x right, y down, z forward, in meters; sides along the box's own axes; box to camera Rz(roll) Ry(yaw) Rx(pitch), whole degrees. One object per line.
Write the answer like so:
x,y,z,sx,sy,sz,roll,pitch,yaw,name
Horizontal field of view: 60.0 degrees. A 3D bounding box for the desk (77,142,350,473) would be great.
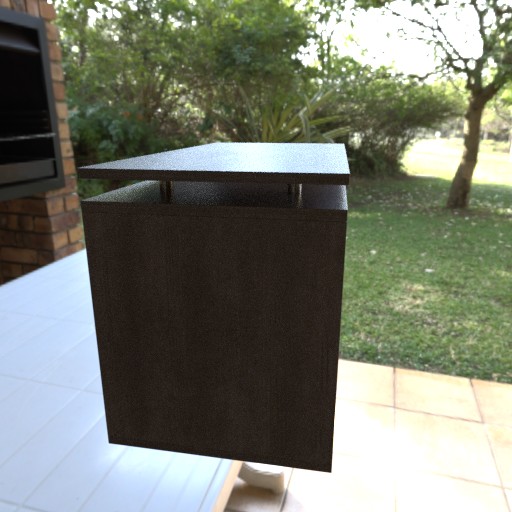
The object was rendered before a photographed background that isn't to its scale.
0.000,0.000,1.613,0.600,0.740,1.200,3,17,10,desk
